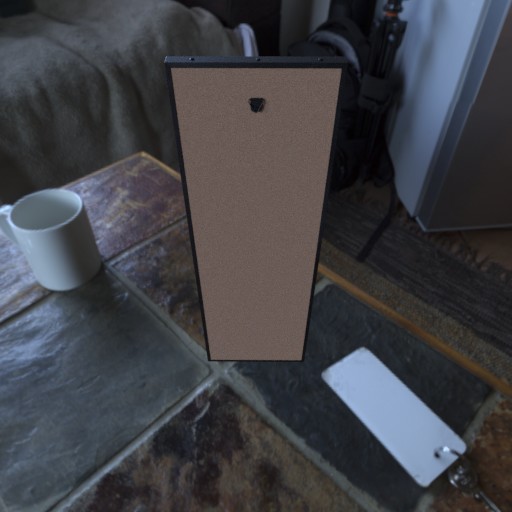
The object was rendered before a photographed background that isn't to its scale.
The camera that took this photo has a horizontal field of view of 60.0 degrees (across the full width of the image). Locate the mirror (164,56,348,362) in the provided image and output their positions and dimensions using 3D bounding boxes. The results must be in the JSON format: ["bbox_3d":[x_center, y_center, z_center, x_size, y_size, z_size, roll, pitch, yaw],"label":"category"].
[{"bbox_3d":[0.000,0.000,1.233,0.354,1.080,0.042,0,46,0],"label":"mirror"}]
